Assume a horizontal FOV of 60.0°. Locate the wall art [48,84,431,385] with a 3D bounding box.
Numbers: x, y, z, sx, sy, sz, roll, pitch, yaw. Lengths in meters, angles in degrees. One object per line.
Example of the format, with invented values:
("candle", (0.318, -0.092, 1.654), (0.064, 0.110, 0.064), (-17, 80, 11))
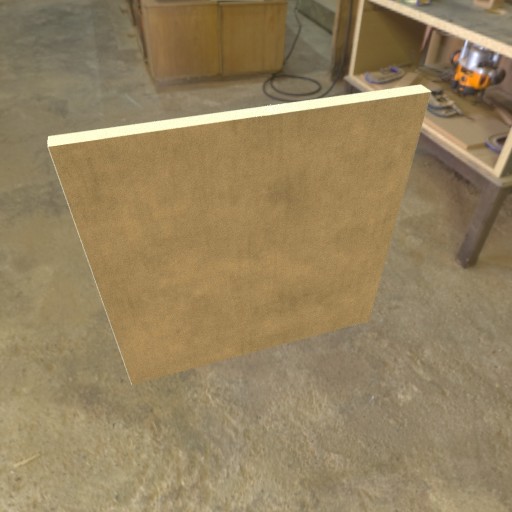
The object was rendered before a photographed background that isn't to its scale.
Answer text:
("wall art", (0.000, 0.000, 0.666), (0.455, 0.453, 0.023), (-12, 44, -13))
